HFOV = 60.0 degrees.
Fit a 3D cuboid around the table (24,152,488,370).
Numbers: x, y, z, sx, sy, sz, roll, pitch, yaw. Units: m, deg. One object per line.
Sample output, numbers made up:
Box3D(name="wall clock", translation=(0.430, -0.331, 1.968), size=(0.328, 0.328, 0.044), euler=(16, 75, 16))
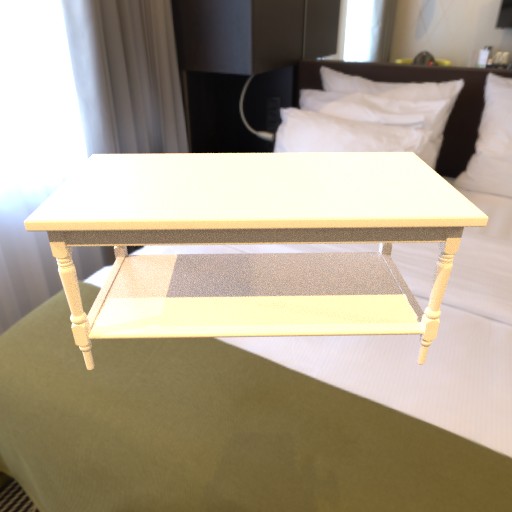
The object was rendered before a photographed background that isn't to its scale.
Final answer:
Box3D(name="table", translation=(0.000, 0.000, 1.416), size=(1.107, 0.510, 0.550), euler=(-1, 29, -1))
